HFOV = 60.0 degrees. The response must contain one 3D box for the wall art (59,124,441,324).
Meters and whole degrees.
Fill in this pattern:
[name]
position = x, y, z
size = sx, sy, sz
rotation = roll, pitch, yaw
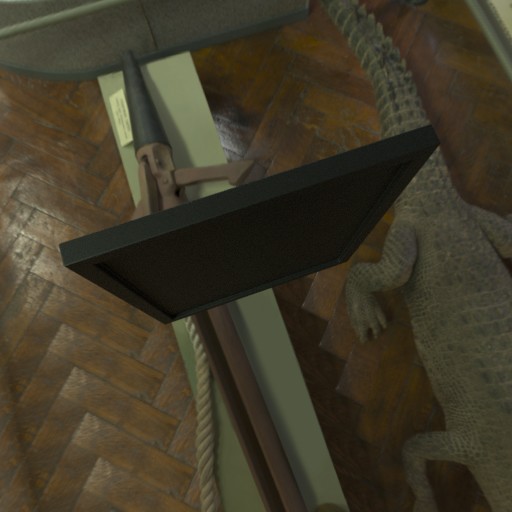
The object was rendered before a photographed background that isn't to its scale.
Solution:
[wall art]
position = 0.000, 0.000, 0.779
size = 0.457, 0.559, 0.028
rotation = -19, 75, -5
